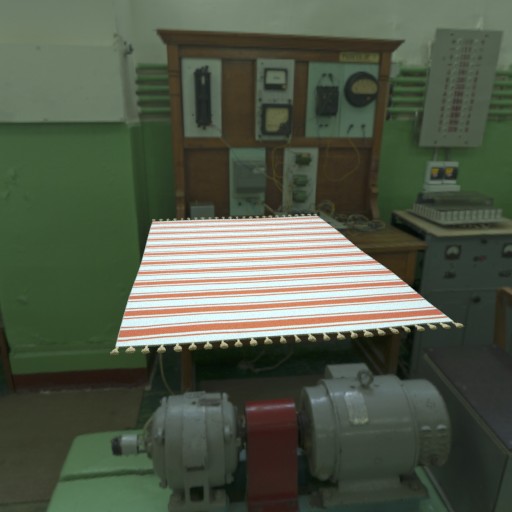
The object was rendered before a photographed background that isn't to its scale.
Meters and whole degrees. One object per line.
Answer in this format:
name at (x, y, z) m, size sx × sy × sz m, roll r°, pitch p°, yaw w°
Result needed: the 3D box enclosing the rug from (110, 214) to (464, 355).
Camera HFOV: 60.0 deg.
rug at (0.000, 0.000, 3.028) m, size 1.556 × 0.022 × 2.433 m, roll -3°, pitch 18°, yaw -8°
